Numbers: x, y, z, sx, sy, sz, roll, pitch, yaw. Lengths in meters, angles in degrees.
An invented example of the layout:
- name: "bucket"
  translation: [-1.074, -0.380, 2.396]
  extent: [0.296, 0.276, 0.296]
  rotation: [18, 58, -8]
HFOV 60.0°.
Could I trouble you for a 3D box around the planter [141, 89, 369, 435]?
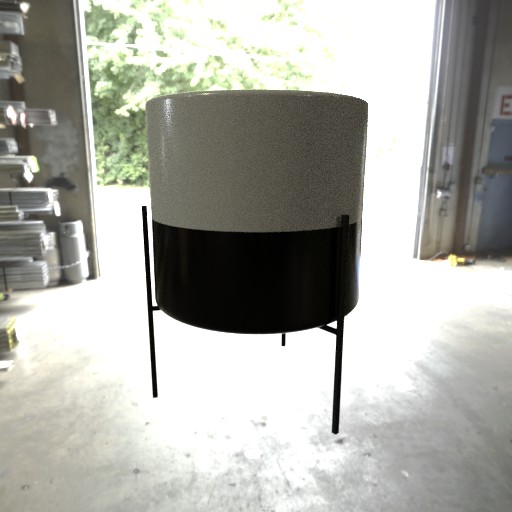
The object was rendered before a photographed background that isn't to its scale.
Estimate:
- name: "planter"
  translation: [0.000, 0.000, 0.657]
  extent: [0.310, 0.432, 0.310]
  rotation: [-6, 15, -25]
